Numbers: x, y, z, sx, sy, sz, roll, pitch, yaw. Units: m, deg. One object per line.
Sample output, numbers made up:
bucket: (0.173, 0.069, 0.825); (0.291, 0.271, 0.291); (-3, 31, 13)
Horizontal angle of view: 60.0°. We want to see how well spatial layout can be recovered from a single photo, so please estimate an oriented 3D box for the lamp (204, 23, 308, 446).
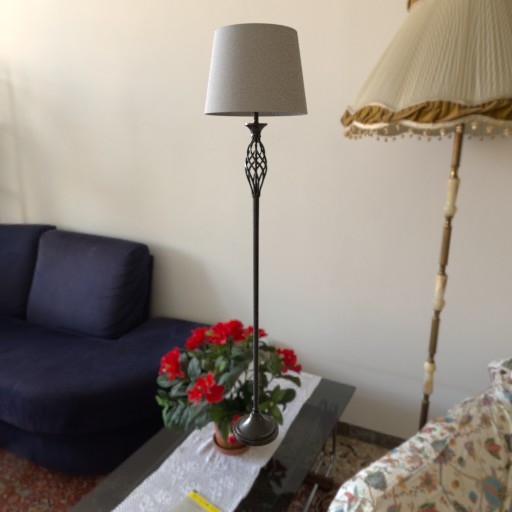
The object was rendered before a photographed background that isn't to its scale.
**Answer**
lamp: (0.000, 0.000, 1.770); (0.379, 1.623, 0.379); (0, 15, 0)
